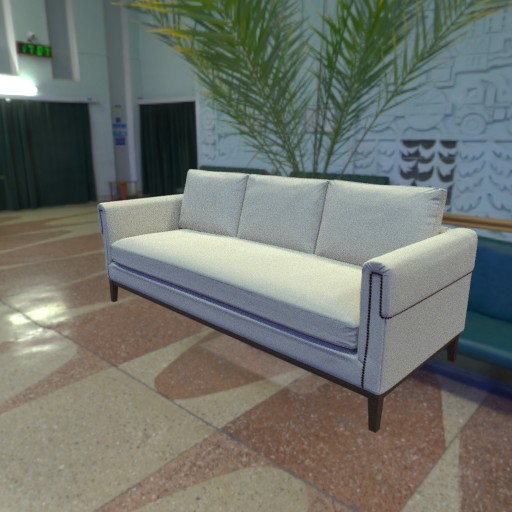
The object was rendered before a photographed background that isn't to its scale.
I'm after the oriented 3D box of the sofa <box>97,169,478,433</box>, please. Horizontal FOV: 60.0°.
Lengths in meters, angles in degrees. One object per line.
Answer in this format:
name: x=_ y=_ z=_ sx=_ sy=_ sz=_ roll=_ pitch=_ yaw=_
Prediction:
sofa: x=0.000 y=0.000 z=2.647 sx=2.198 sy=0.911 sz=0.902 roll=14 pitch=20 yaw=42
